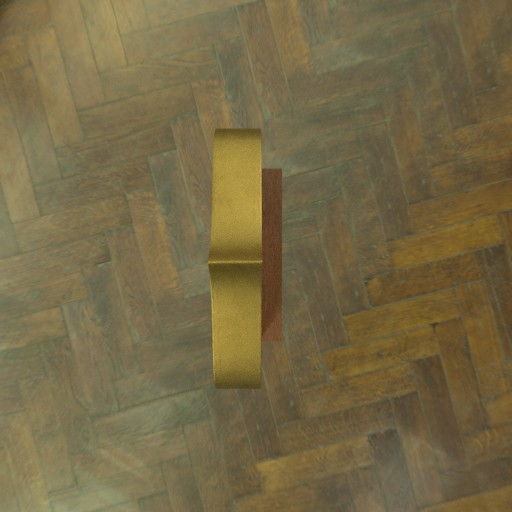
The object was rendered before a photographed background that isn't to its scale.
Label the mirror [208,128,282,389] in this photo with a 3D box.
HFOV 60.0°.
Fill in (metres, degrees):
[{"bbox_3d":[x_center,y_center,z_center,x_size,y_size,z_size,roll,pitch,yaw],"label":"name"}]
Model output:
[{"bbox_3d":[0.000,0.000,0.728,0.096,0.613,0.323,0,91,0],"label":"mirror"}]
